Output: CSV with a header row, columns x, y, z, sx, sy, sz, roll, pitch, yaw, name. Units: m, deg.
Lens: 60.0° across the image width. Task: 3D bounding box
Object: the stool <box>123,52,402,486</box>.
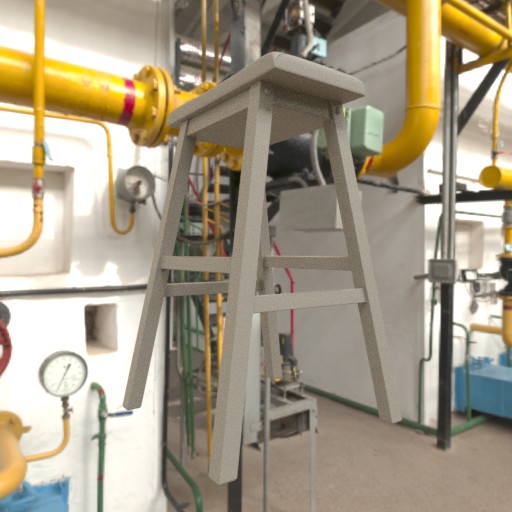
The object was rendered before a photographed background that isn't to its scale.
x,y,z,sx,sy,sz,roll,pitch,yaw,name
0.000,0.000,1.035,0.476,0.737,0.457,0,0,-36,stool
